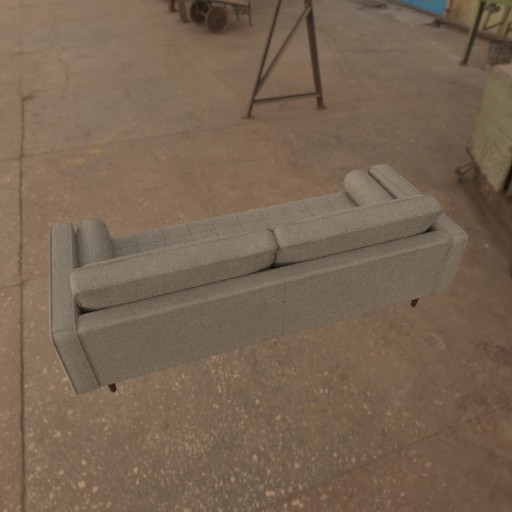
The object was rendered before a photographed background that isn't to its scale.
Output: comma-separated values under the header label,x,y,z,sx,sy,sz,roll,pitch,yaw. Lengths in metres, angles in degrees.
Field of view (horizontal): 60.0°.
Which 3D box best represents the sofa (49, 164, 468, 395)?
label,x,y,z,sx,sy,sz,roll,pitch,yaw
sofa,0.000,0.000,2.605,2.211,0.762,0.914,-13,42,-15
